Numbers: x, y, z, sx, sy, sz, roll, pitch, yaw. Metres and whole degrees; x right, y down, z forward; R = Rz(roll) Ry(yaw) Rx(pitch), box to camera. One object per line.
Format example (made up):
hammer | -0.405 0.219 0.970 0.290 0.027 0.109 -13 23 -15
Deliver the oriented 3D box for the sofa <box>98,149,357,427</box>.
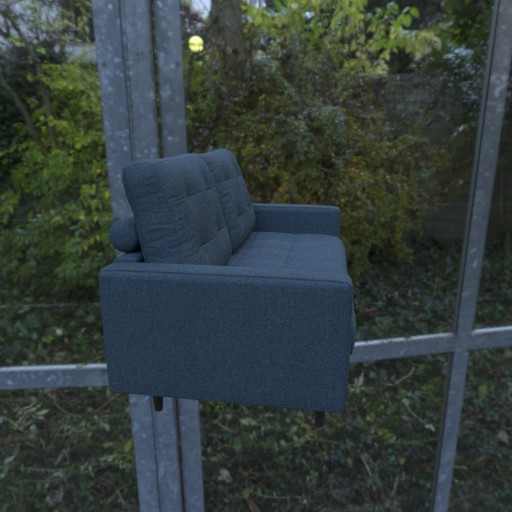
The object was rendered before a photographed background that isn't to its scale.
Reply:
sofa | 0.000 0.000 2.007 0.842 0.907 1.407 2 16 9
